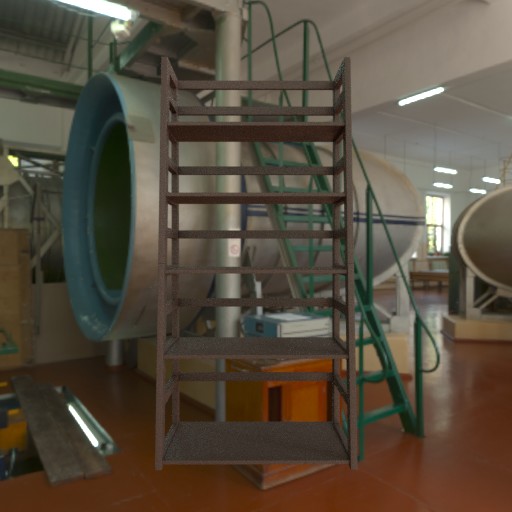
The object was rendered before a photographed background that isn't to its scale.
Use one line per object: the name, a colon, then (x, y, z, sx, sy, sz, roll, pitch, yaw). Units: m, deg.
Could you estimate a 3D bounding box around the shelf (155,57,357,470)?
shelf: (0.000, 0.000, 1.852, 0.763, 1.600, 0.403, 0, 1, 0)
